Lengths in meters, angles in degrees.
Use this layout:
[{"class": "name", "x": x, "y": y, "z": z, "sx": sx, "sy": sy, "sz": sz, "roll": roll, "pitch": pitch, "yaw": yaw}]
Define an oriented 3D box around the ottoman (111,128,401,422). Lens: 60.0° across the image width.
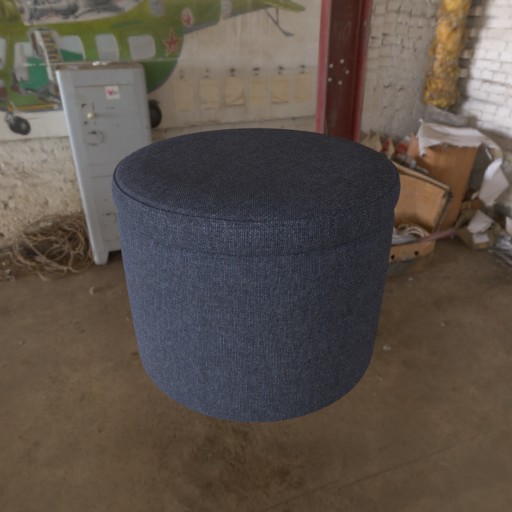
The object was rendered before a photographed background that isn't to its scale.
[{"class": "ottoman", "x": 0.000, "y": 0.000, "z": 0.910, "sx": 0.520, "sy": 0.430, "sz": 0.520, "roll": 0, "pitch": 29, "yaw": 0}]
